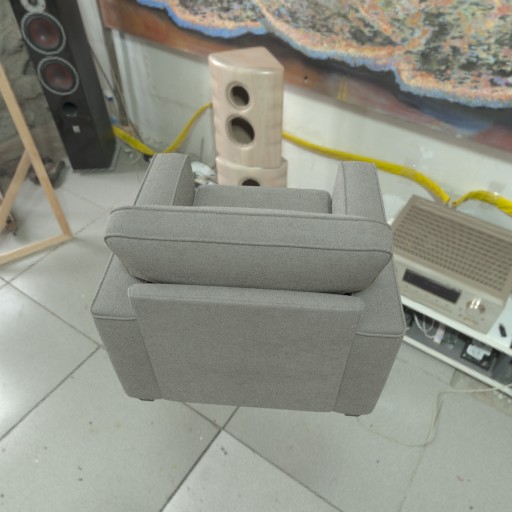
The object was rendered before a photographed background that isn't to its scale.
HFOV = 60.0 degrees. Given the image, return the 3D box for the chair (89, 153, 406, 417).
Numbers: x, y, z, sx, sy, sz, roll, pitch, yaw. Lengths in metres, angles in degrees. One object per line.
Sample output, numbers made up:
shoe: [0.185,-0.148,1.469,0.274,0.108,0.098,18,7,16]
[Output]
chair: [0.000,0.000,1.800,1.015,0.965,0.939,3,46,3]
